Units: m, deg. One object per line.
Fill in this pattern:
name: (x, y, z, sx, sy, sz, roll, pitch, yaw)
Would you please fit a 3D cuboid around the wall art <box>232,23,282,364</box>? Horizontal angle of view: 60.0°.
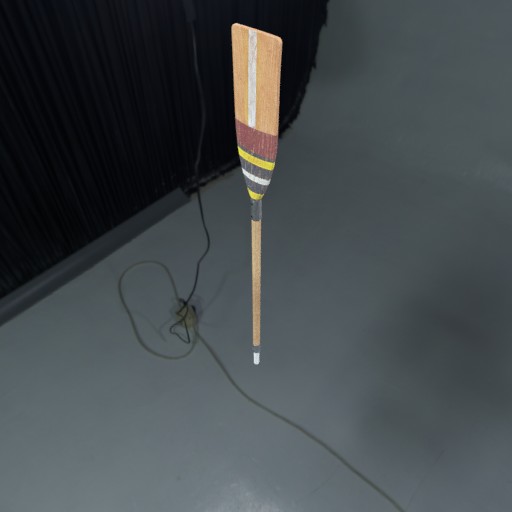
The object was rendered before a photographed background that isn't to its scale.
wall art: (0.000, 0.000, 1.600, 0.146, 1.556, 0.038, 32, 55, 25)
